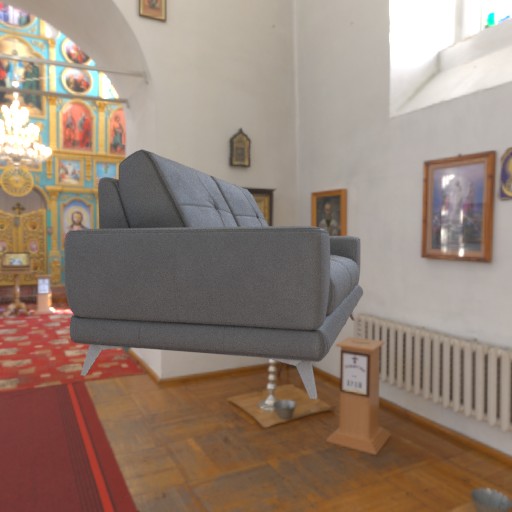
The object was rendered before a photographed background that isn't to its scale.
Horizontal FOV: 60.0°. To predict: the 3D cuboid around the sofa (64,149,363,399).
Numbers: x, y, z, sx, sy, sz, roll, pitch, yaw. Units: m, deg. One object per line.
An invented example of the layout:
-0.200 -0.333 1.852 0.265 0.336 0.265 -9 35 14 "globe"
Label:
0.000 0.000 2.369 1.018 0.907 1.806 0 1 17 "sofa"
